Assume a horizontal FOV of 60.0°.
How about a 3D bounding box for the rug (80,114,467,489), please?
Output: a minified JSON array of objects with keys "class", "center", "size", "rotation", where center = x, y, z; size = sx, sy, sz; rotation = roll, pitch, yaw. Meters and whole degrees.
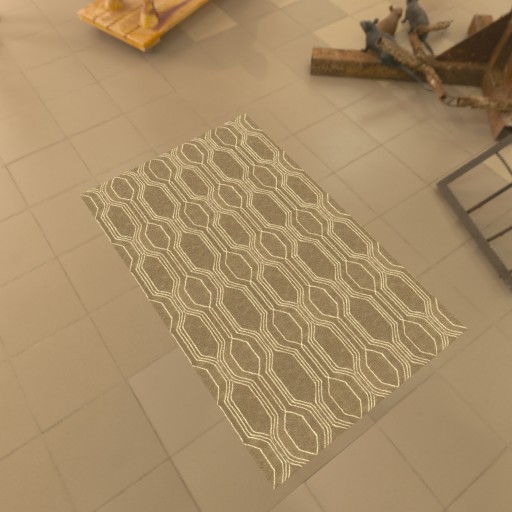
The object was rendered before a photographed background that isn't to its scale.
[{"class":"rug","center":[0.000,0.000,3.096],"size":[1.541,0.012,2.457],"rotation":[-32,64,-18]}]
